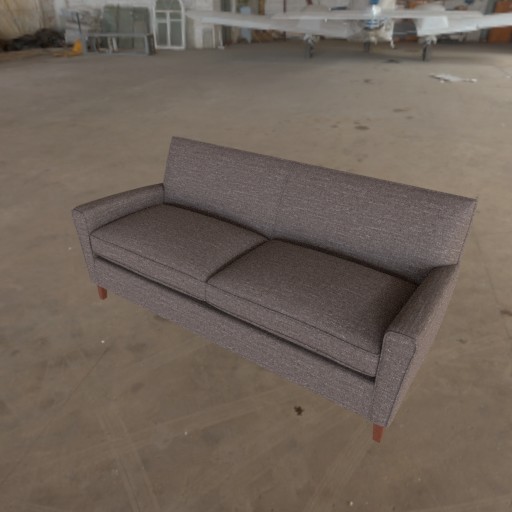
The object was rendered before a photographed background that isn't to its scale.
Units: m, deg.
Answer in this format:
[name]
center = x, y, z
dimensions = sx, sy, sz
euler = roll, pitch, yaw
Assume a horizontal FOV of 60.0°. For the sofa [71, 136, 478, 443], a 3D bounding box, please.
[sofa]
center = 0.000, 0.000, 2.410
dimensions = 1.976, 0.846, 0.875
euler = 19, 35, 30
